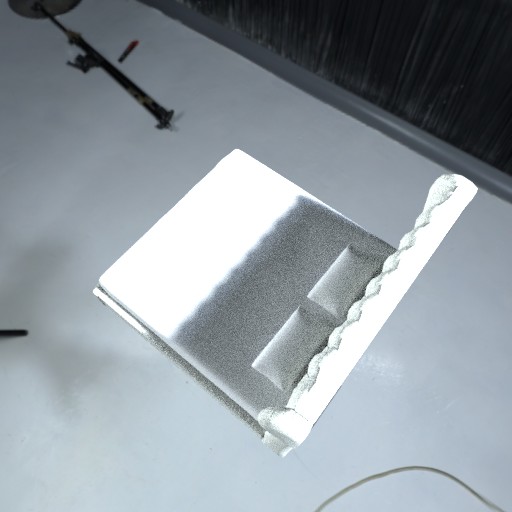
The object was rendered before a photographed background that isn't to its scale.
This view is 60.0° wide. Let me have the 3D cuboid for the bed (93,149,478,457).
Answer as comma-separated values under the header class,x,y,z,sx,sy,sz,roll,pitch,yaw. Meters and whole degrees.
class,x,y,z,sx,sy,sz,roll,pitch,yaw
bed,0.000,0.000,3.845,2.347,1.771,2.219,36,68,17
